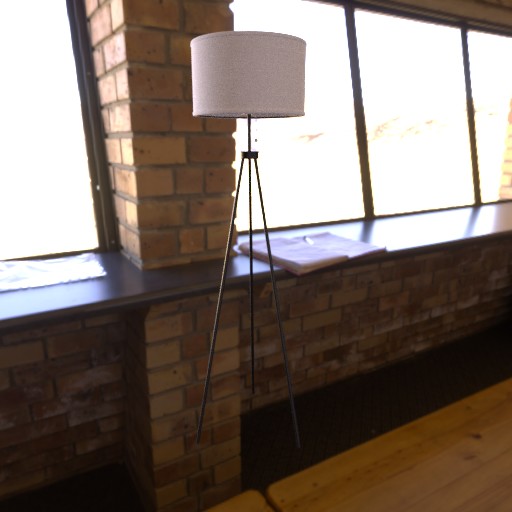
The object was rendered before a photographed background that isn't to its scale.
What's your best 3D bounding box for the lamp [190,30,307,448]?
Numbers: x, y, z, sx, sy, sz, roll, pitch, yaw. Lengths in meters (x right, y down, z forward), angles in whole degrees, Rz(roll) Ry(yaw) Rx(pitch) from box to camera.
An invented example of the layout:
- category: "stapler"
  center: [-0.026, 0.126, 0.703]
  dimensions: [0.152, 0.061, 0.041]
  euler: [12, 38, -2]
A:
- category: "lamp"
  center: [0.000, 0.000, 1.757]
  dimensions: [0.458, 1.545, 0.448]
  euler: [8, 17, 27]
